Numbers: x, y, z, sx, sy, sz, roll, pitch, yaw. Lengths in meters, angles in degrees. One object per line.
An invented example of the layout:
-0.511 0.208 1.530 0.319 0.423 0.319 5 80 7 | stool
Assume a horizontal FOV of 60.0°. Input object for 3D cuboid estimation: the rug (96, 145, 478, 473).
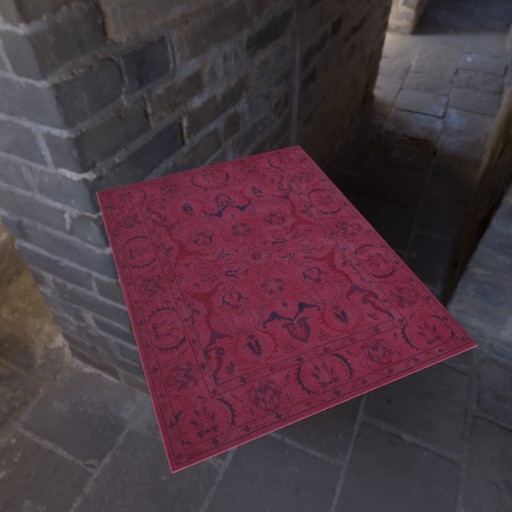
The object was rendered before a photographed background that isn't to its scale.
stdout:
0.000 0.000 3.870 2.300 0.012 2.929 -17 48 -16 | rug
